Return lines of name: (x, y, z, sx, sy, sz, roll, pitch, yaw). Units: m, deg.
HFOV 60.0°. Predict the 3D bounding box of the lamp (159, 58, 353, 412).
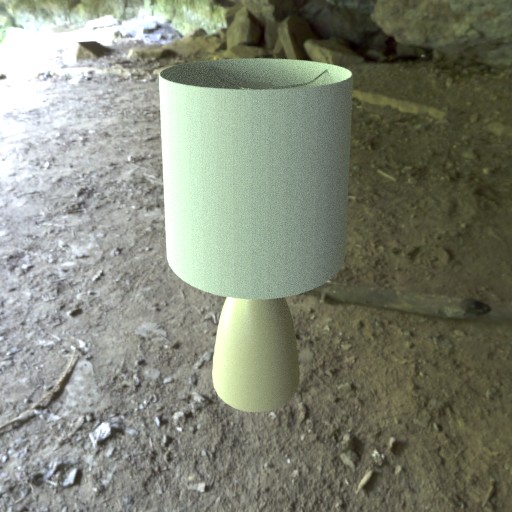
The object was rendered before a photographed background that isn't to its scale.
lamp: (0.000, 0.000, 0.475, 0.186, 0.369, 0.186, 0, 31, 0)
